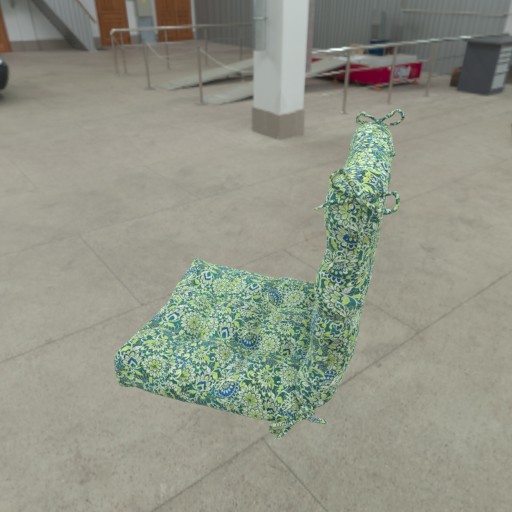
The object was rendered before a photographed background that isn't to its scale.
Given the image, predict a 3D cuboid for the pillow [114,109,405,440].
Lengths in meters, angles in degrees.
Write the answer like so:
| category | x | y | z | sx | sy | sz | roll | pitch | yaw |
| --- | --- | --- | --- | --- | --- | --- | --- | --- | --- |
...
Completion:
| category | x | y | z | sx | sy | sz | roll | pitch | yaw |
| --- | --- | --- | --- | --- | --- | --- | --- | --- | --- |
| pillow | 0.000 | 0.000 | 1.029 | 0.571 | 0.605 | 0.519 | 9 | 32 | 15 |
